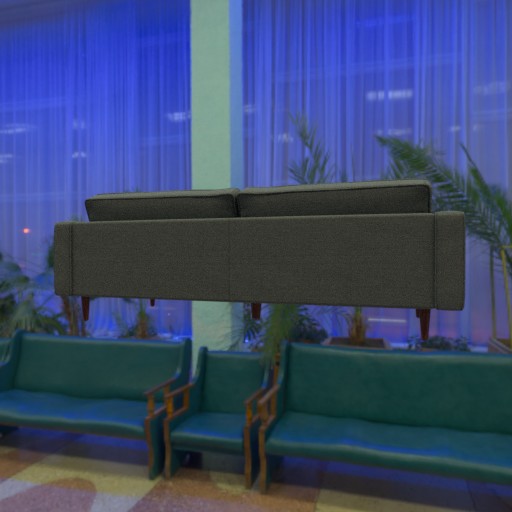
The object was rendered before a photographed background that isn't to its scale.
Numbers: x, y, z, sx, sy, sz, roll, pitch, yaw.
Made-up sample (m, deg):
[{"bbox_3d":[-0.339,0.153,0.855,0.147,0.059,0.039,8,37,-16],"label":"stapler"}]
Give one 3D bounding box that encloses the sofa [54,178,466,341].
[{"bbox_3d":[0.000,0.000,2.666,2.198,0.762,0.914,0,1,18],"label":"sofa"}]
